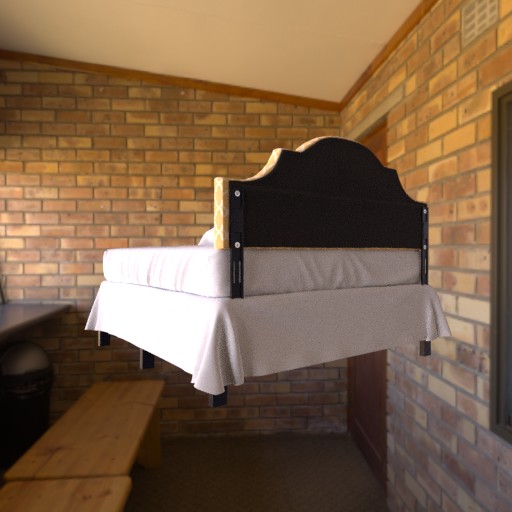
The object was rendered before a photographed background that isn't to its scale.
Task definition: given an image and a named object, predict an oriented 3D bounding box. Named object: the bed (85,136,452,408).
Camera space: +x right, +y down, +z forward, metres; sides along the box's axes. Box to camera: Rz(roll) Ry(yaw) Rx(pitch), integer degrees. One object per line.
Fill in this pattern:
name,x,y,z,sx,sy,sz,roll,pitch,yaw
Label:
bed,0.000,0.000,3.742,2.314,1.601,2.222,0,1,-37
